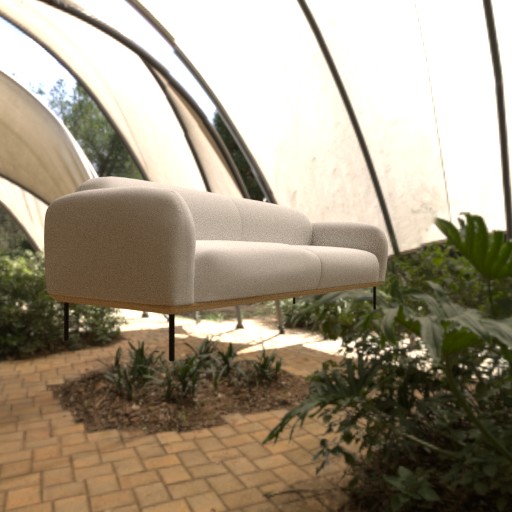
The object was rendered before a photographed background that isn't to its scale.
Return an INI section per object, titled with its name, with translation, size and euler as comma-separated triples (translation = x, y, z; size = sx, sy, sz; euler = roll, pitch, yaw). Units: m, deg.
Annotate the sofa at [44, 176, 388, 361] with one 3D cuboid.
[sofa]
translation = 0.000, 0.000, 2.642
size = 0.880, 0.780, 2.257
euler = 0, 0, 36
